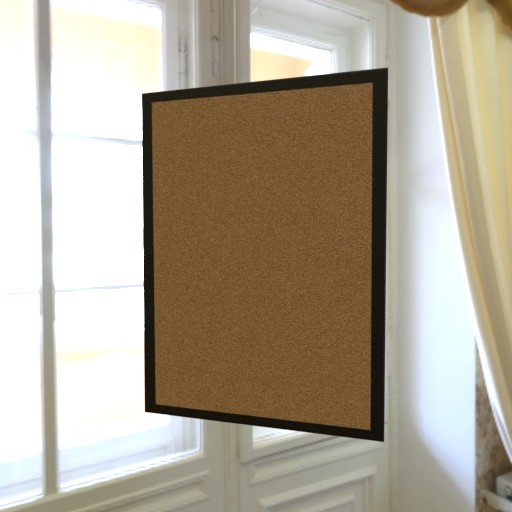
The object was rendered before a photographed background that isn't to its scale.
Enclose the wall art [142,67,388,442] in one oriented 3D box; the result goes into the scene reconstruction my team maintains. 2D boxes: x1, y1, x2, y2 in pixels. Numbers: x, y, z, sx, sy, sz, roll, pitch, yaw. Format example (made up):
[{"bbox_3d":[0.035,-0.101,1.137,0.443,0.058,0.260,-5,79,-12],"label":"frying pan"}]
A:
[{"bbox_3d":[0.000,0.000,0.852,0.480,0.657,0.016,1,2,17],"label":"wall art"}]
